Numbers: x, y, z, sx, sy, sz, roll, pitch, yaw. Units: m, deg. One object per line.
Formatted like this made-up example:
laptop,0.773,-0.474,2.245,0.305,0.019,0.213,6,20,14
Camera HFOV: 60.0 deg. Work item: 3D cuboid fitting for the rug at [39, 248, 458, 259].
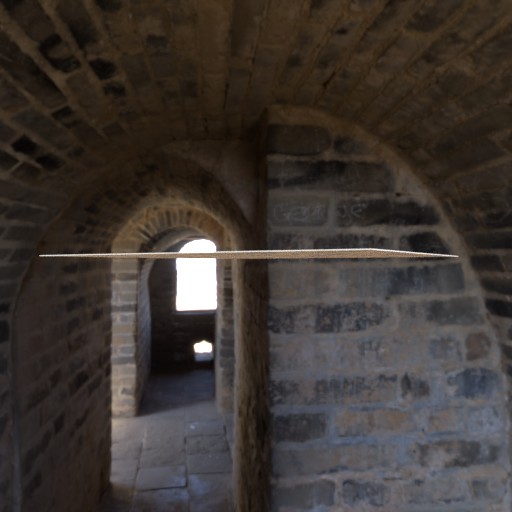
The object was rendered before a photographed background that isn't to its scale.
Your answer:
rug,0.000,0.000,4.003,2.977,0.008,2.380,-1,-1,34
